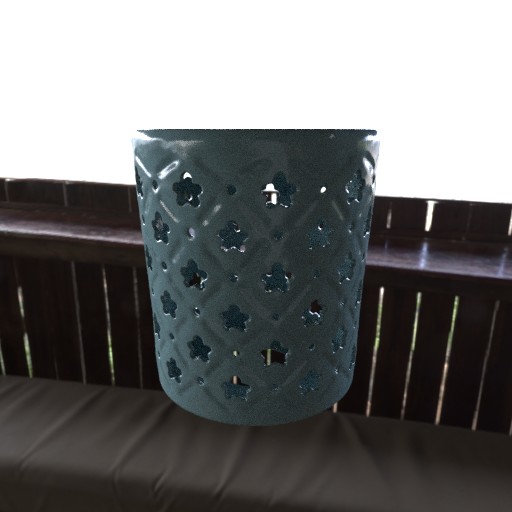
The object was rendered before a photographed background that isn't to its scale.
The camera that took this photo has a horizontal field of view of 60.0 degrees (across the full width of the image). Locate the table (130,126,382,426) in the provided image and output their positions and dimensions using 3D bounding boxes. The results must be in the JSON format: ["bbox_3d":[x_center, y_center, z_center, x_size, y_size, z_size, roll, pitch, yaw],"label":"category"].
[{"bbox_3d":[0.000,0.000,0.687,0.352,0.387,0.352,0,16,0],"label":"table"}]
